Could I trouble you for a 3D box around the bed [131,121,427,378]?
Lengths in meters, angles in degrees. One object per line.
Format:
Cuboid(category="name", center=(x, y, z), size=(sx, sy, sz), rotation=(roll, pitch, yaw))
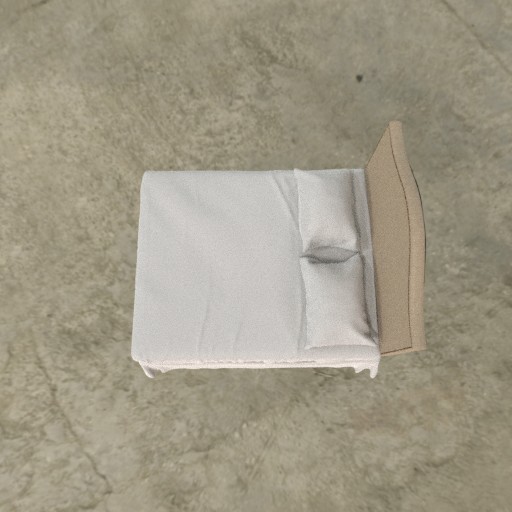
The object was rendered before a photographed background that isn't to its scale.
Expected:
Cuboid(category="bed", center=(0.000, 0.000, 3.503), size=(2.221, 1.645, 1.876), rotation=(-1, 74, 0))
